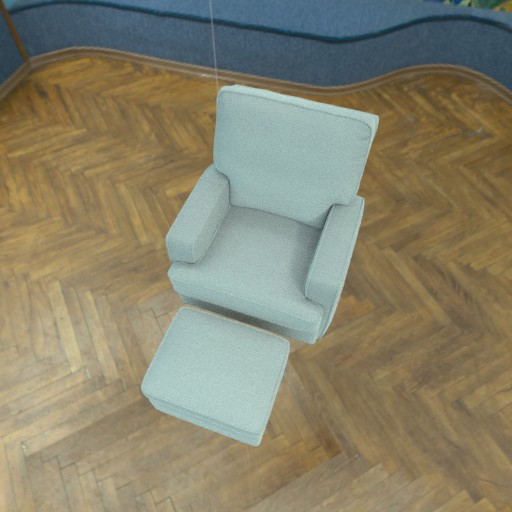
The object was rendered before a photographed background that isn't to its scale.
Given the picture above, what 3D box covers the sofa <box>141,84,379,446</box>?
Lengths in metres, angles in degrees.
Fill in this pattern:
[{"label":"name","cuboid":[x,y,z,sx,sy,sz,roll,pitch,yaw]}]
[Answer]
[{"label":"sofa","cuboid":[0.000,0.000,2.104,0.861,0.959,1.472,16,58,11]}]
